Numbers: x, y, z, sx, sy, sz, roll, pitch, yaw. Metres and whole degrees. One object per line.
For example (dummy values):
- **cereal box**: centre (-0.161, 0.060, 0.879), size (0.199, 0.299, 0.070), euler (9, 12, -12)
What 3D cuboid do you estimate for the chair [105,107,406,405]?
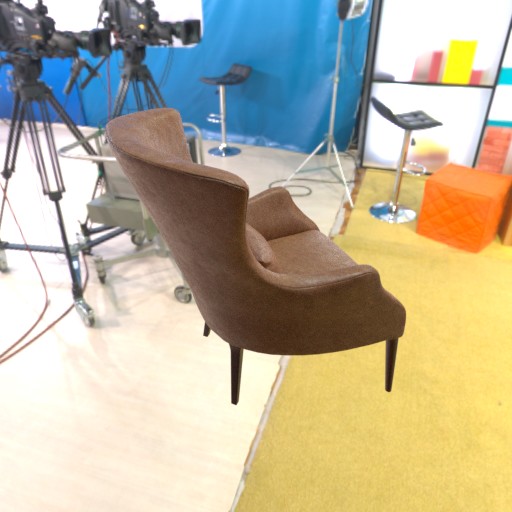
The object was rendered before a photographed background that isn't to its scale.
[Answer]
- **chair**: centre (0.000, 0.000, 1.736), size (0.955, 1.067, 0.846), euler (-11, 33, -18)
